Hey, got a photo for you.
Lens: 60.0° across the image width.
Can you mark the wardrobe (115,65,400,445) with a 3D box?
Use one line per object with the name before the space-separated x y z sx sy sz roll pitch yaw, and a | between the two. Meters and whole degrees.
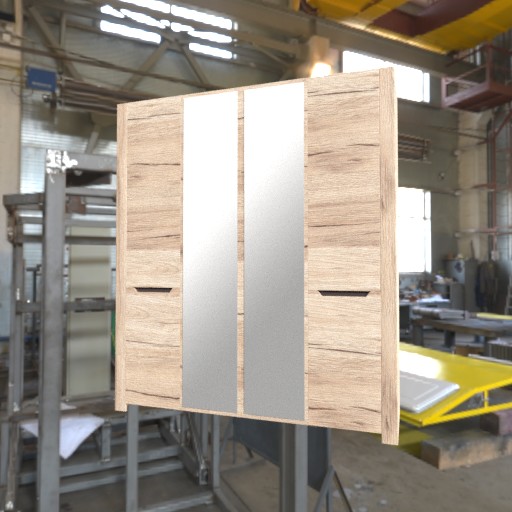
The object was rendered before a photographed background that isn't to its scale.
wardrobe | 0.000 0.000 2.973 1.810 2.070 0.580 0 -1 19
